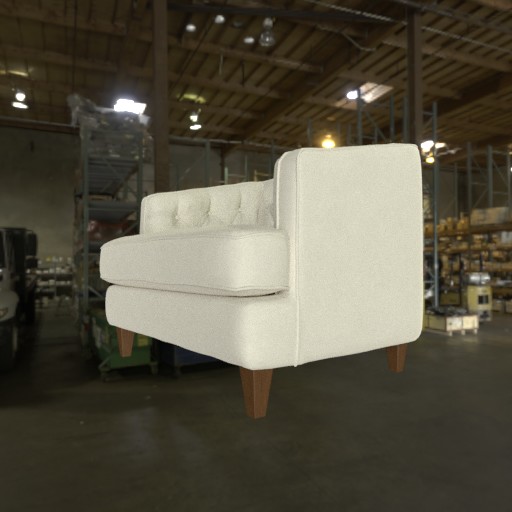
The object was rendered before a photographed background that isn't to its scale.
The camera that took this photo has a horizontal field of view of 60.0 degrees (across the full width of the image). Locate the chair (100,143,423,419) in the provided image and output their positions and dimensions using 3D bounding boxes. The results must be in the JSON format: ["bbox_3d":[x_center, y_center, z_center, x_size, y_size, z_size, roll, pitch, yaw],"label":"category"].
[{"bbox_3d":[0.000,0.000,1.750,0.941,0.852,1.104,1,-1,-37],"label":"chair"}]
